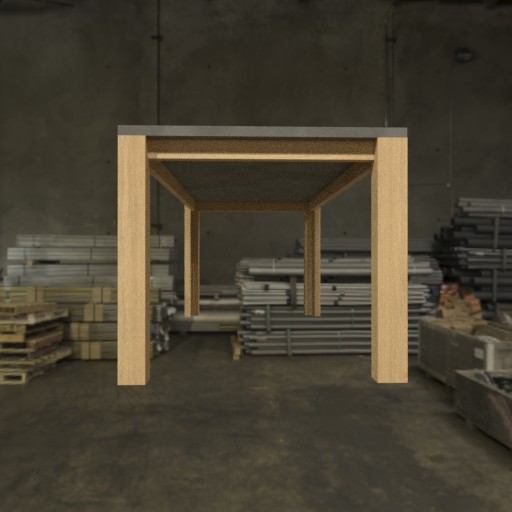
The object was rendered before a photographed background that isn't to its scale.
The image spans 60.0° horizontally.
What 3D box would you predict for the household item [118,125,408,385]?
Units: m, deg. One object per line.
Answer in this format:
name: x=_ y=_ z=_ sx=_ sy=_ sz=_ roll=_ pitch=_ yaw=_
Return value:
household item: x=0.000 y=0.000 z=2.099 sx=0.850 sy=0.755 sz=1.600 roll=0 pitch=0 yaw=-2
